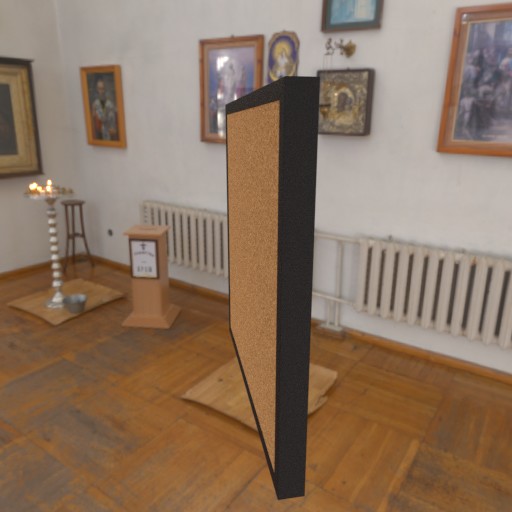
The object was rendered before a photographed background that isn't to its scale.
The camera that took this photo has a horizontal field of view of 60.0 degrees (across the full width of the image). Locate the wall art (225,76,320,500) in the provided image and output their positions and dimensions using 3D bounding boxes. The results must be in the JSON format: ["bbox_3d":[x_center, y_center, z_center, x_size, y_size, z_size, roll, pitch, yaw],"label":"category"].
[{"bbox_3d":[0.000,0.000,0.738,0.036,0.503,0.506,-3,16,-10],"label":"wall art"}]
